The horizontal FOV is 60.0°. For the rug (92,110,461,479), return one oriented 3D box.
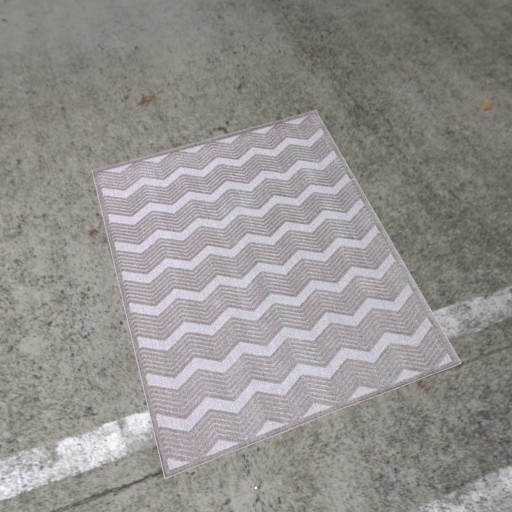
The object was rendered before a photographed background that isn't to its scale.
[{"bbox_3d":[0.000,0.000,3.911,2.391,0.005,2.880,-18,64,-9],"label":"rug"}]
